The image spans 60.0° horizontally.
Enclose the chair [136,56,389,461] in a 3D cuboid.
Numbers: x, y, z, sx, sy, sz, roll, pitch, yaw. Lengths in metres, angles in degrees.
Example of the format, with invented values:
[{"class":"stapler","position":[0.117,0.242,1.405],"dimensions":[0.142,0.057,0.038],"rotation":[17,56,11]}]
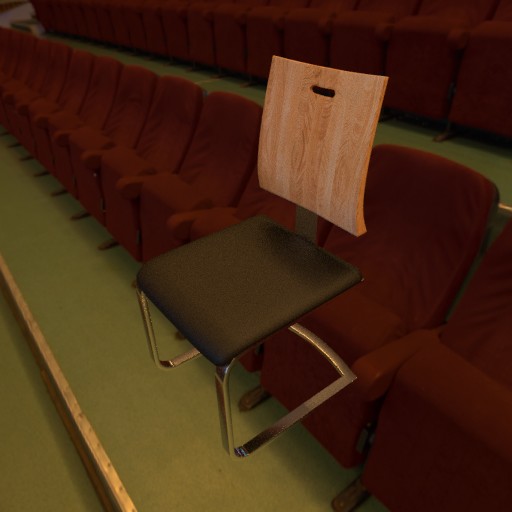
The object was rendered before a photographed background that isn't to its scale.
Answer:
[{"class":"chair","position":[0.000,0.000,1.219],"dimensions":[0.560,0.936,0.462],"rotation":[-23,39,-31]}]
